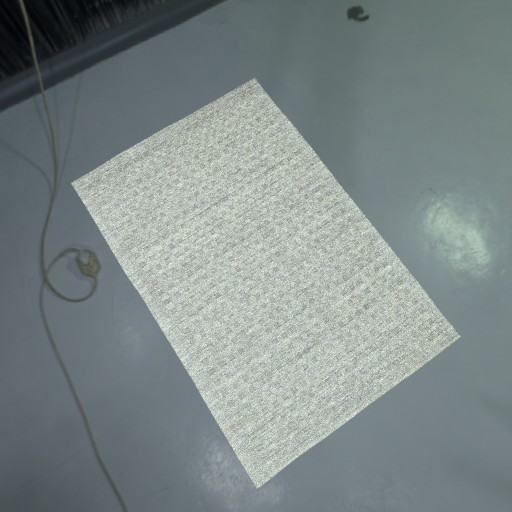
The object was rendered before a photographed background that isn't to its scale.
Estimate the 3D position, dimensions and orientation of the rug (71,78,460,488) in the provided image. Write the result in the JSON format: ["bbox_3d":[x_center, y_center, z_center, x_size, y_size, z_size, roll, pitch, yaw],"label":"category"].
[{"bbox_3d":[0.000,0.000,2.905,1.532,0.018,2.297,-33,77,-9],"label":"rug"}]
